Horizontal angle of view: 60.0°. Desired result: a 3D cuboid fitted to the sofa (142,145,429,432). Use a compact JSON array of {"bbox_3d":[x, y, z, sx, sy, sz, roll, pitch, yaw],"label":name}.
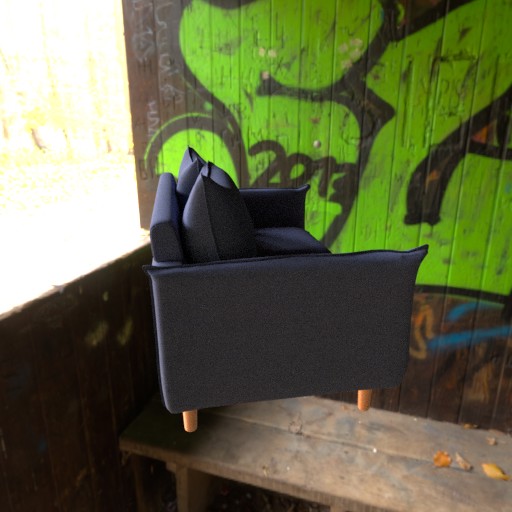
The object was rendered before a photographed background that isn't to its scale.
[{"bbox_3d":[0.000,0.000,1.856,0.820,0.840,1.300,-3,18,-10],"label":"sofa"}]
